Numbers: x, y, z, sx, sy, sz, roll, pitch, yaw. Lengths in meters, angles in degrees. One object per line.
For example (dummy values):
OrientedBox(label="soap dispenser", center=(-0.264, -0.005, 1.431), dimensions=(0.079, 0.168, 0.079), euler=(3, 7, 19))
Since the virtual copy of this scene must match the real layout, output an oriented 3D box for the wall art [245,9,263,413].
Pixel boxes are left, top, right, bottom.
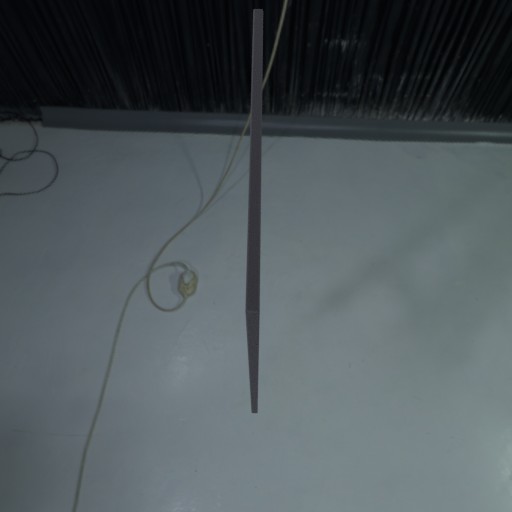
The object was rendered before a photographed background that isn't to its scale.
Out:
OrientedBox(label="wall art", center=(0.000, 0.000, 0.665), dimensions=(0.012, 0.529, 0.374), euler=(1, 62, 0))
